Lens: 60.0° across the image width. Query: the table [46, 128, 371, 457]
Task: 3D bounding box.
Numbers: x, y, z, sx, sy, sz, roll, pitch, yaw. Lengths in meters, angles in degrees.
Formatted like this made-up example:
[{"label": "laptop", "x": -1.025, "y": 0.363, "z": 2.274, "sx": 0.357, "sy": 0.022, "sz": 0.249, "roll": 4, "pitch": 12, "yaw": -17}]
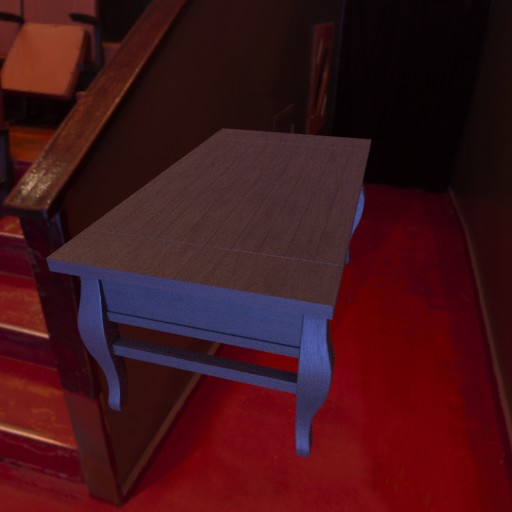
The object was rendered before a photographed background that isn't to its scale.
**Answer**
[{"label": "table", "x": 0.000, "y": 0.000, "z": 1.395, "sx": 0.600, "sy": 0.494, "sz": 1.062, "roll": 8, "pitch": 31, "yaw": 14}]
